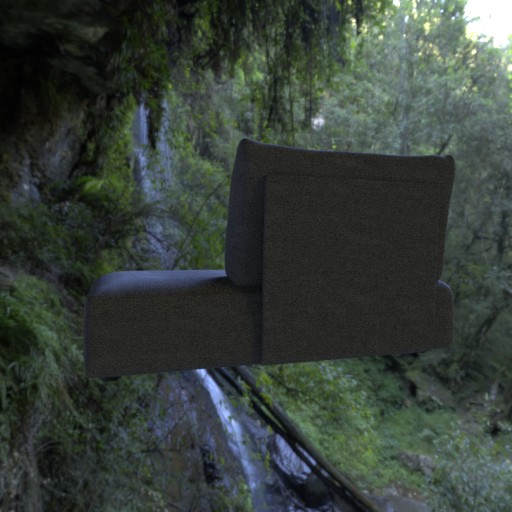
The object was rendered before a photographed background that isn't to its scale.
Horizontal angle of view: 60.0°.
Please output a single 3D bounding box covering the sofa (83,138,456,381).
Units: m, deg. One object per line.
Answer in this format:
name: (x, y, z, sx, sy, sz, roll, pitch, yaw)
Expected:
sofa: (0.000, 0.000, 2.018, 1.450, 0.820, 1.002, 0, 1, -19)
